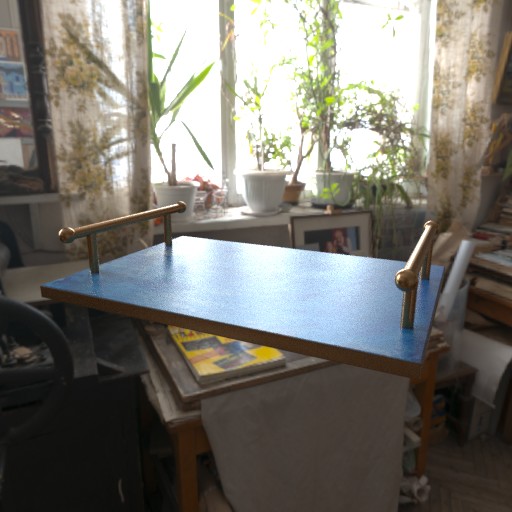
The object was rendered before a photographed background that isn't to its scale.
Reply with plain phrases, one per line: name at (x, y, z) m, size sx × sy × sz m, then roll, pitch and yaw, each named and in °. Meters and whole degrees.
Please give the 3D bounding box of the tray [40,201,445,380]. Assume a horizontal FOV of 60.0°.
tray at (0.000, 0.000, 0.576) m, size 0.444 × 0.084 × 0.304 m, roll 7°, pitch 17°, yaw 25°
